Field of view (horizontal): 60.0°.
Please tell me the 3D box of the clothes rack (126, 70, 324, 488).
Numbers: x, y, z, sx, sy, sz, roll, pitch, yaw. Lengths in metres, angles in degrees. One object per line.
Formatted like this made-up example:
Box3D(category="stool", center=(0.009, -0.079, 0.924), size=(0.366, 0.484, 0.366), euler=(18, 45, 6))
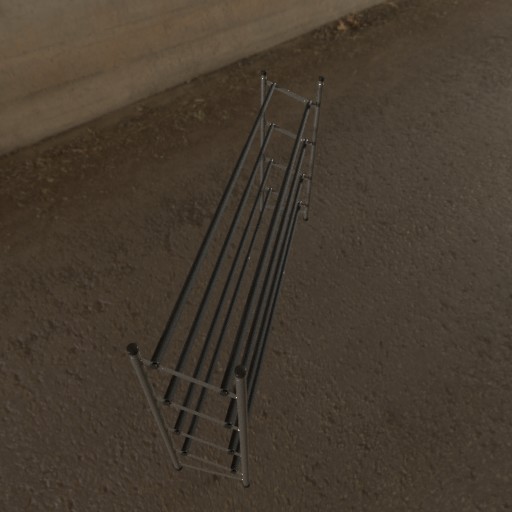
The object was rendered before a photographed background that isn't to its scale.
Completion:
Box3D(category="clothes rack", center=(0.000, 0.000, 1.420), size=(0.229, 0.672, 1.168), euler=(10, 48, 9))
